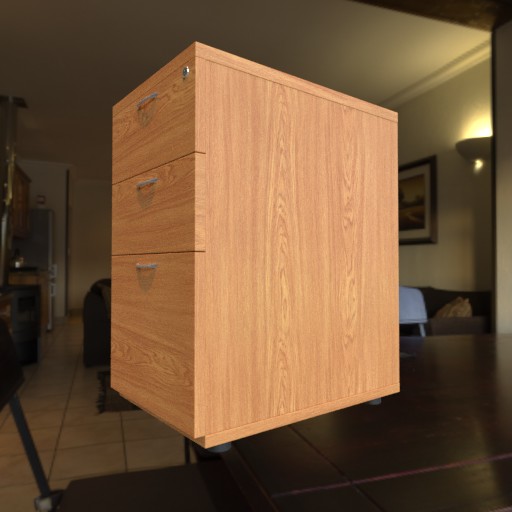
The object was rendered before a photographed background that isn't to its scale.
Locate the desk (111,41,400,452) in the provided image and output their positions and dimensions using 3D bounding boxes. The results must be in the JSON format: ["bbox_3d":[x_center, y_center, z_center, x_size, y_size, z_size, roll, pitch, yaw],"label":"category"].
[{"bbox_3d":[0.000,0.000,1.096,0.600,0.730,0.404,1,-2,-38],"label":"desk"}]
